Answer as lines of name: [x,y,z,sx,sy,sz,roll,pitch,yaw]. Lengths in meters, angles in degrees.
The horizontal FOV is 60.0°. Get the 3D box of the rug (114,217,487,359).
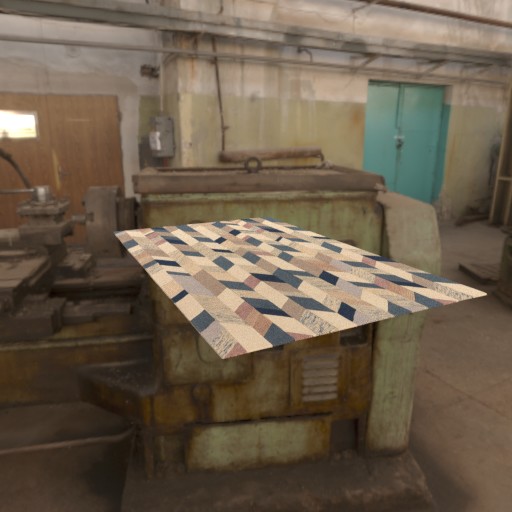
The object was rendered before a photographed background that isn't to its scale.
rug: [0.000,0.000,3.044,1.513,0.008,2.423,-8,18,-26]
